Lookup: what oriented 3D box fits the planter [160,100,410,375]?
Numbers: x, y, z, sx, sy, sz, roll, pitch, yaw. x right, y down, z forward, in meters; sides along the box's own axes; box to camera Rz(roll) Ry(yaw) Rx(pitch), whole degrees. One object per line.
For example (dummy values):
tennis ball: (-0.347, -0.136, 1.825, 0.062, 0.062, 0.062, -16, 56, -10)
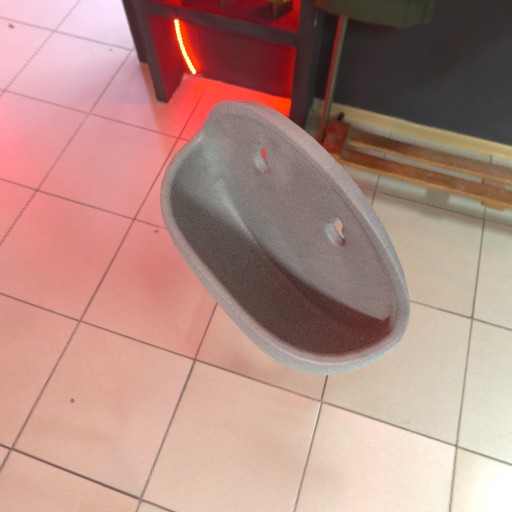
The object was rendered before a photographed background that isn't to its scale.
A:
planter: (0.000, 0.000, 0.277, 0.073, 0.164, 0.190, -36, 68, -17)
